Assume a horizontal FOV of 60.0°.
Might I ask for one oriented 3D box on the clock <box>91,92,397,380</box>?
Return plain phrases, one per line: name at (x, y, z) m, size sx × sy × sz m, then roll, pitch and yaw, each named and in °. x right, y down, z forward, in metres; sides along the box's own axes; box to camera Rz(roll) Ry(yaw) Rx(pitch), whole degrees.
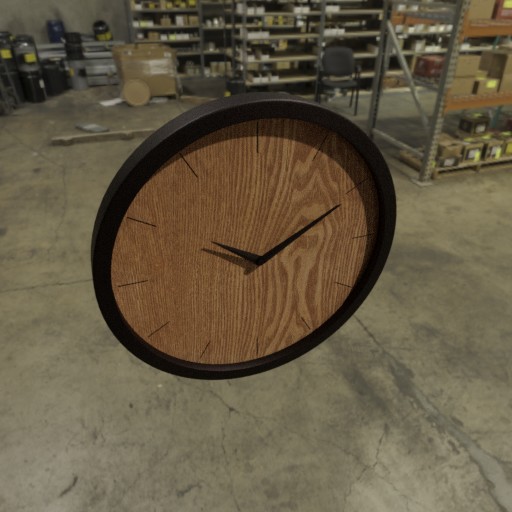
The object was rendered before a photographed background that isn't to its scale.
clock at (0.000, 0.000, 0.449) m, size 0.314 × 0.314 × 0.029 m, roll -12°, pitch 35°, yaw -17°
